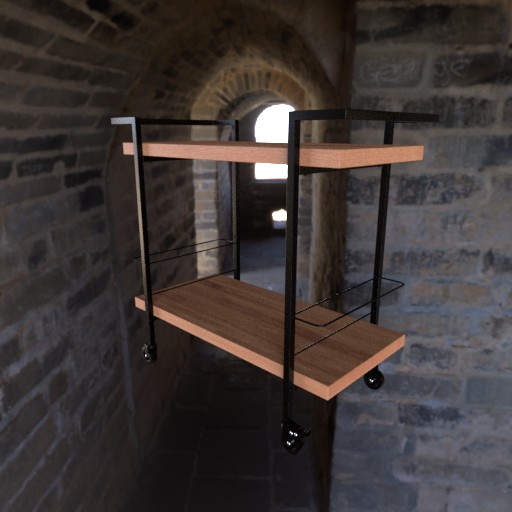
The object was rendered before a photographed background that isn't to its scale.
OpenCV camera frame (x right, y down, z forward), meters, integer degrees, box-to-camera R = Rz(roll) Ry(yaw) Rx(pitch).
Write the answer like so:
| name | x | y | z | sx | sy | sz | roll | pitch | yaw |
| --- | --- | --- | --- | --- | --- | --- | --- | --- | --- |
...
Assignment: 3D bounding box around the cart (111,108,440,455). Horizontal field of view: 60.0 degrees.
| name | x | y | z | sx | sy | sz | roll | pitch | yaw |
| --- | --- | --- | --- | --- | --- | --- | --- | --- | --- |
| cart | 0.000 | 0.000 | 1.268 | 0.806 | 0.762 | 0.406 | 15 | 21 | 42 |
